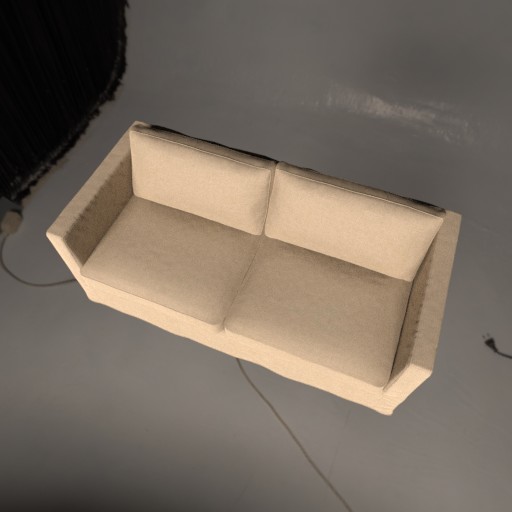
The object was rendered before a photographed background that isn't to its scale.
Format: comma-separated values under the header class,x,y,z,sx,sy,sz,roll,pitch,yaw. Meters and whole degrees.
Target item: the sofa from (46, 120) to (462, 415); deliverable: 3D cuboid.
class,x,y,z,sx,sy,sz,roll,pitch,yaw
sofa,0.000,0.000,2.512,1.987,0.847,0.956,19,60,11
